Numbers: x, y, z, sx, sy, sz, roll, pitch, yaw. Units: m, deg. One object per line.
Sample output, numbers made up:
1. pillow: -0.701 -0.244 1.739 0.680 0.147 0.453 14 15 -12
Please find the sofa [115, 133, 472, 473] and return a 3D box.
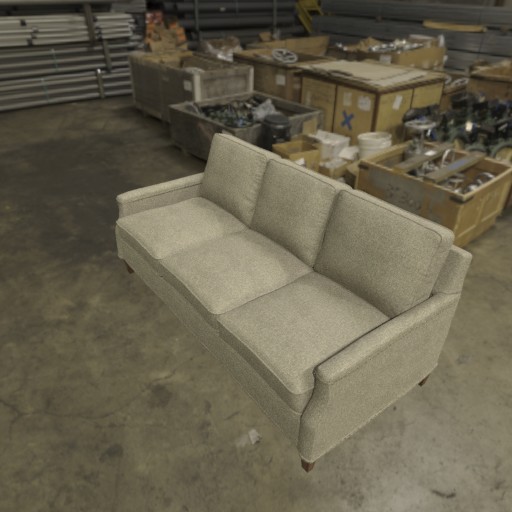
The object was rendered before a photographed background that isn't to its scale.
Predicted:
1. sofa: 0.000 0.000 2.830 1.084 1.003 2.246 -22 38 -30
